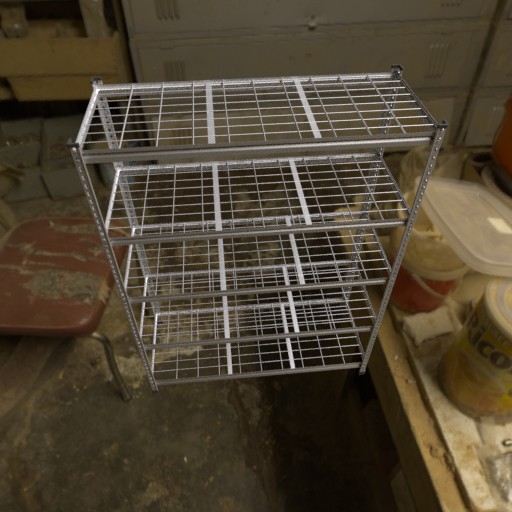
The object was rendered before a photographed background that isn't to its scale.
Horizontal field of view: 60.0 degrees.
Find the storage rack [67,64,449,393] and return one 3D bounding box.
[{"bbox_3d":[0.000,0.000,2.668,1.524,1.981,0.610,-4,46,-4],"label":"storage rack"}]
